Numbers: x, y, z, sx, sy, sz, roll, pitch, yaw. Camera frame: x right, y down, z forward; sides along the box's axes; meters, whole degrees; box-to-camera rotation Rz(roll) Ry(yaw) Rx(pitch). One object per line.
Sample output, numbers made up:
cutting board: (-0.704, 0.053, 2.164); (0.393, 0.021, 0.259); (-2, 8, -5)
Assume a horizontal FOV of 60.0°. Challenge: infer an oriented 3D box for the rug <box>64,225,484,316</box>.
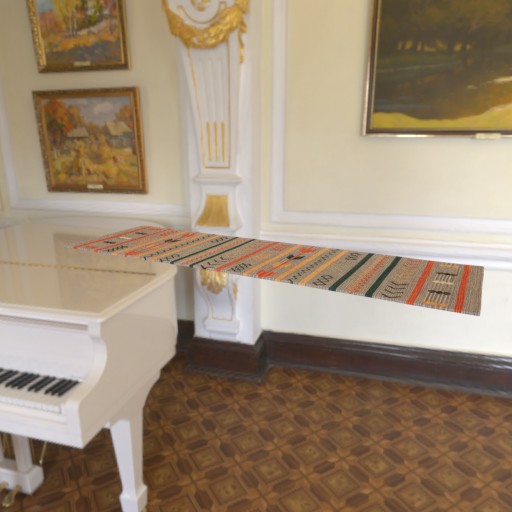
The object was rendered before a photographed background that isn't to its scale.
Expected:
rug: (0.000, 0.000, 2.632); (2.419, 0.022, 0.744); (8, 17, 27)
